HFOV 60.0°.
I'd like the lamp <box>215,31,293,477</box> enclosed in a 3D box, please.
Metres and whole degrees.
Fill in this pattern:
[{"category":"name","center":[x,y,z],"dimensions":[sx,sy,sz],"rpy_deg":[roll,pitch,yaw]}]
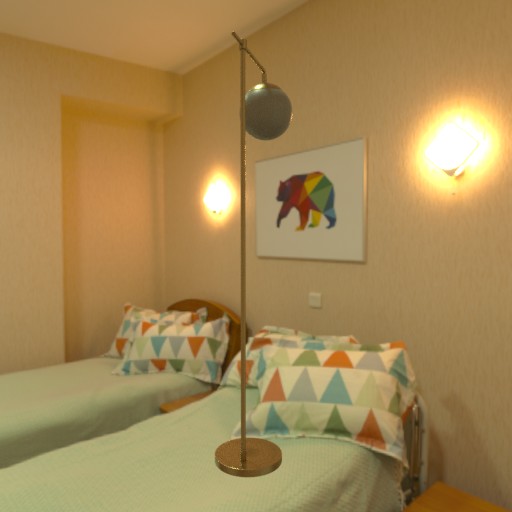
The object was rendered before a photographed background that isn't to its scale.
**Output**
[{"category":"lamp","center":[0.000,0.000,1.702],"dimensions":[0.249,1.505,0.476],"rpy_deg":[1,2,18]}]
